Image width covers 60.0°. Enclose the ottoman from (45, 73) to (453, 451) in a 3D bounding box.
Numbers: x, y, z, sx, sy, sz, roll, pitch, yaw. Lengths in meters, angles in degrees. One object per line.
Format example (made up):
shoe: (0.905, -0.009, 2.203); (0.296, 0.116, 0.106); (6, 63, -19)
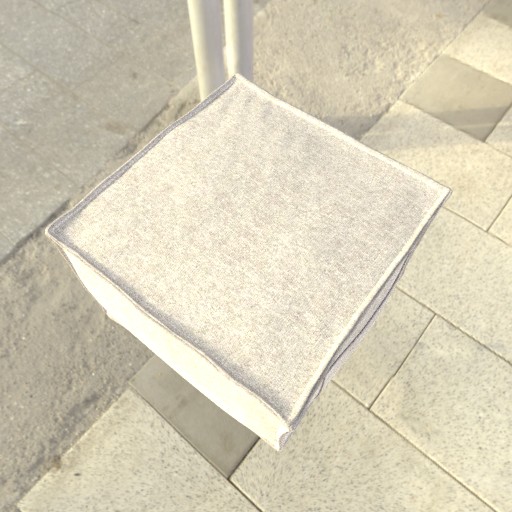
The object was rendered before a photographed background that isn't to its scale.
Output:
ottoman: (0.000, 0.000, 1.188); (0.696, 0.470, 0.707); (34, 66, 17)
